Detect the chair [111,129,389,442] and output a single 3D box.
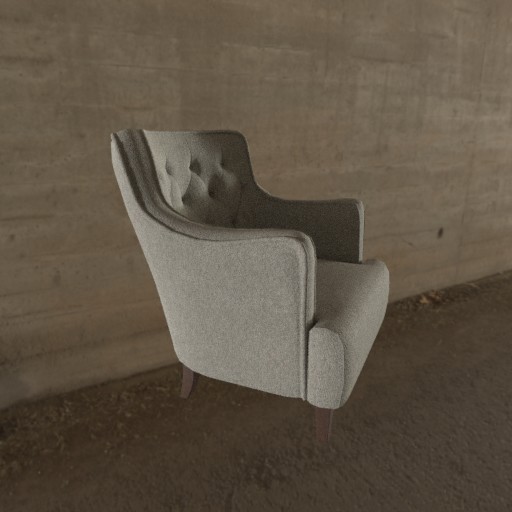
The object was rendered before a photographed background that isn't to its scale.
[{"bbox_3d":[0.000,0.000,1.645,0.910,0.920,0.820,7,17,24],"label":"chair"}]
